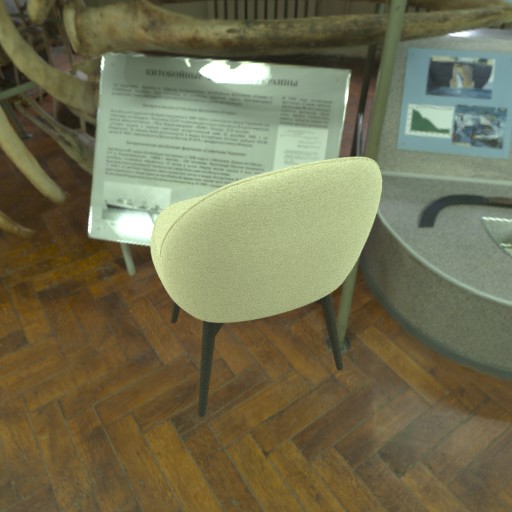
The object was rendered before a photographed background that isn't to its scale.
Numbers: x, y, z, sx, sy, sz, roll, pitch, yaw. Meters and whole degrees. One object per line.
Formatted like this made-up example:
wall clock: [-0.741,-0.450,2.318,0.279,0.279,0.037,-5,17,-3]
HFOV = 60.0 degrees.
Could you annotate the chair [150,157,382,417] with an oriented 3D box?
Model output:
chair: [0.000,0.000,1.198,0.532,0.838,0.540,-14,44,-15]
